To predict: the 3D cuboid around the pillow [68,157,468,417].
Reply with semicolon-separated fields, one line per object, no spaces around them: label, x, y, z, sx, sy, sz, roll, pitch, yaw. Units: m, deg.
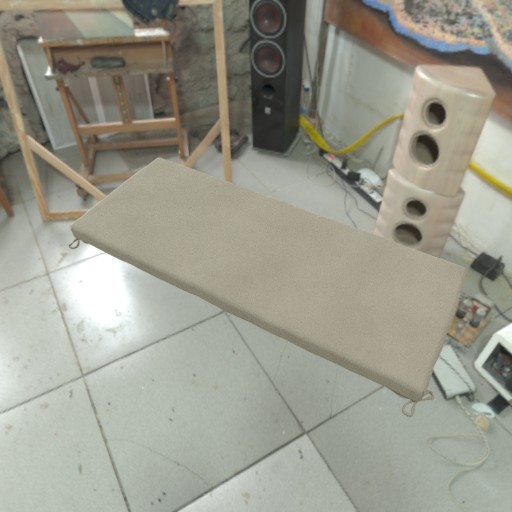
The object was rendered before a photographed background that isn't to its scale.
pillow;0.000;0.000;1.354;1.187;0.081;0.492;23;50;21
